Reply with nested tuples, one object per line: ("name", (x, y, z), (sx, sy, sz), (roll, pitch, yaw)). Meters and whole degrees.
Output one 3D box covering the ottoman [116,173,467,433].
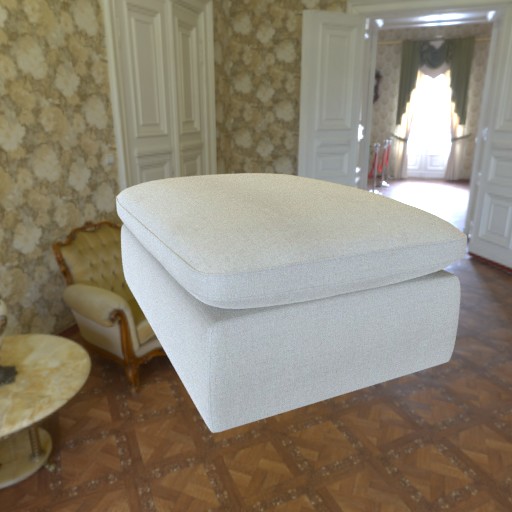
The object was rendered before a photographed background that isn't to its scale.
("ottoman", (0.000, 0.000, 1.341), (0.686, 0.453, 0.984), (-8, 19, -24))
